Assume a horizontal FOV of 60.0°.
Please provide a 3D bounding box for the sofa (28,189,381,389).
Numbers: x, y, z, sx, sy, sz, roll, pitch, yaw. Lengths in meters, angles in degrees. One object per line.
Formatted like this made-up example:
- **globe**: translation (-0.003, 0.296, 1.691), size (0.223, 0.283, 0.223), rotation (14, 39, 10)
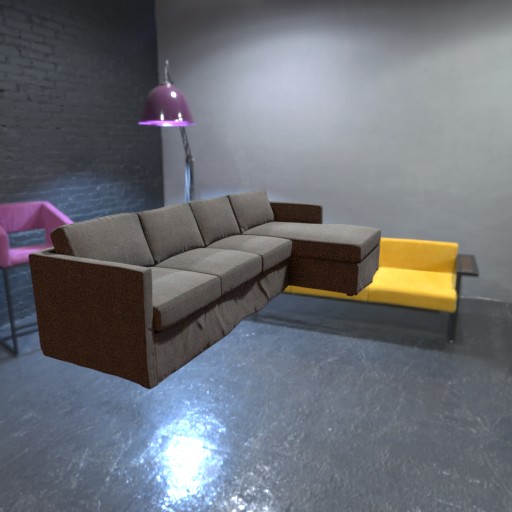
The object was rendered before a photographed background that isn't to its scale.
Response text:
- **sofa**: translation (0.000, 0.000, 3.887), size (1.650, 0.922, 3.205), rotation (7, 15, 25)
